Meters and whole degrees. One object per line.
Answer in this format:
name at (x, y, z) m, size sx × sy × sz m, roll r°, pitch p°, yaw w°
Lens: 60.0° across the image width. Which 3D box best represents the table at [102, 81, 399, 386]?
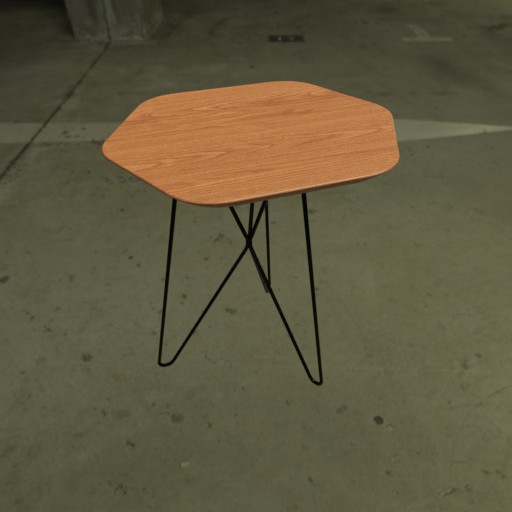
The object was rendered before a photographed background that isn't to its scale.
table at (0.000, 0.000, 0.921) m, size 0.500 × 0.562 × 0.400 m, roll -12°, pitch 42°, yaw -14°
